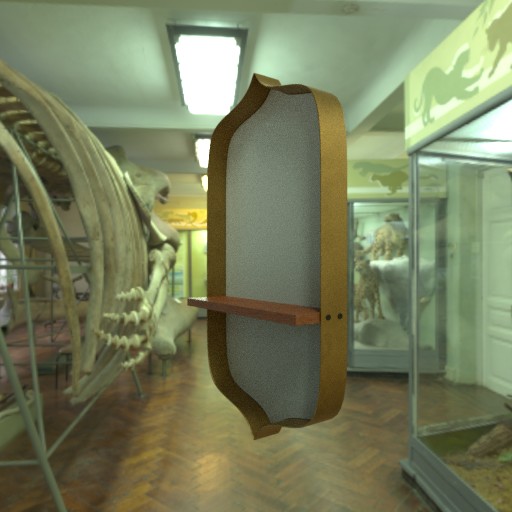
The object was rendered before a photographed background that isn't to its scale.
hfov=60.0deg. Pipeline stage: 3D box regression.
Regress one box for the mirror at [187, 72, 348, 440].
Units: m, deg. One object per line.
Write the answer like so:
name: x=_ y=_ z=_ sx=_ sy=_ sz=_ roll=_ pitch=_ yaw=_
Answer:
mirror: x=0.000 y=0.000 z=0.741 sx=0.096 sy=0.613 sz=0.323 roll=0 pitch=0 yaw=-35
